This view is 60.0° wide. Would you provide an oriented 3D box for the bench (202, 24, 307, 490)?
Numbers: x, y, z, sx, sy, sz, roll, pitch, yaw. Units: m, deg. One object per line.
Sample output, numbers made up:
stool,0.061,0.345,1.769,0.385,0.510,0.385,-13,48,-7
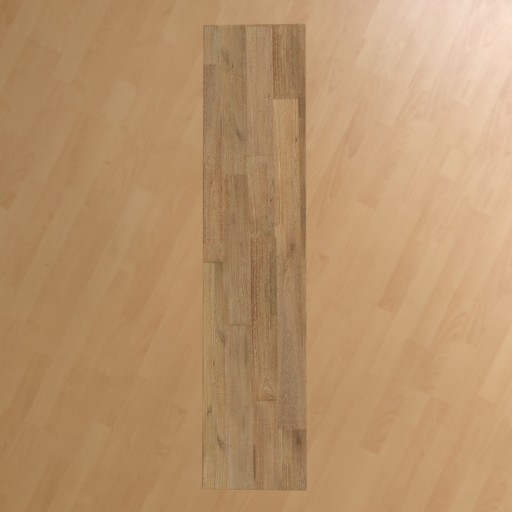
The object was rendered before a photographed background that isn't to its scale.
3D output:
bench,0.000,0.000,1.831,0.378,0.431,1.698,0,89,2
